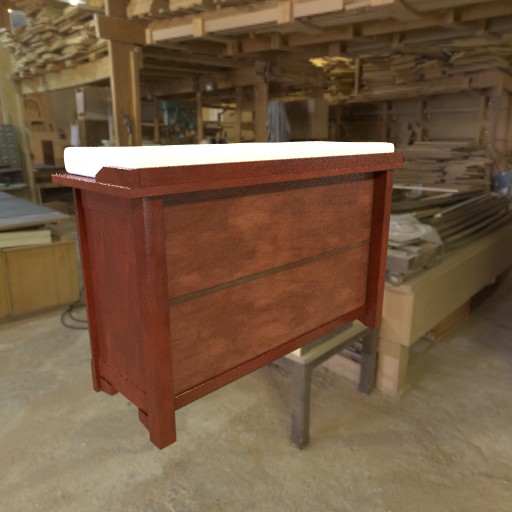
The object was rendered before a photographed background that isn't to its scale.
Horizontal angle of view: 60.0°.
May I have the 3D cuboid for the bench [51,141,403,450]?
[{"bbox_3d":[0.000,0.000,1.320,0.987,0.646,0.369,-15,21,-42],"label":"bench"}]
